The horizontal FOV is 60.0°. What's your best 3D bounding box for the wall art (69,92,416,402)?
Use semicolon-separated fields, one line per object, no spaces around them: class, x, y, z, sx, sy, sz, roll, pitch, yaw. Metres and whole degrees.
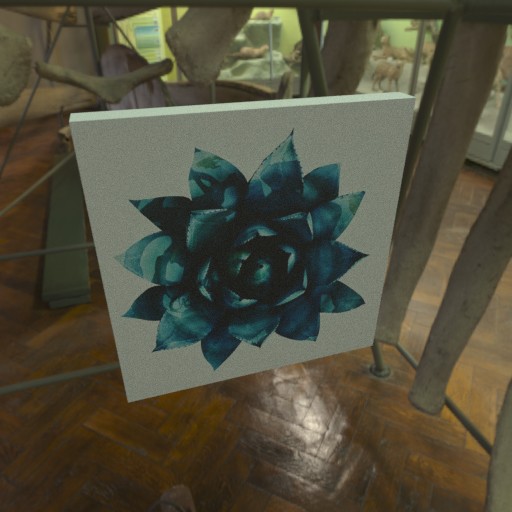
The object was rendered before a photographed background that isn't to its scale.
wall art;0.000;0.000;0.616;0.406;0.406;0.038;-9;32;-15
